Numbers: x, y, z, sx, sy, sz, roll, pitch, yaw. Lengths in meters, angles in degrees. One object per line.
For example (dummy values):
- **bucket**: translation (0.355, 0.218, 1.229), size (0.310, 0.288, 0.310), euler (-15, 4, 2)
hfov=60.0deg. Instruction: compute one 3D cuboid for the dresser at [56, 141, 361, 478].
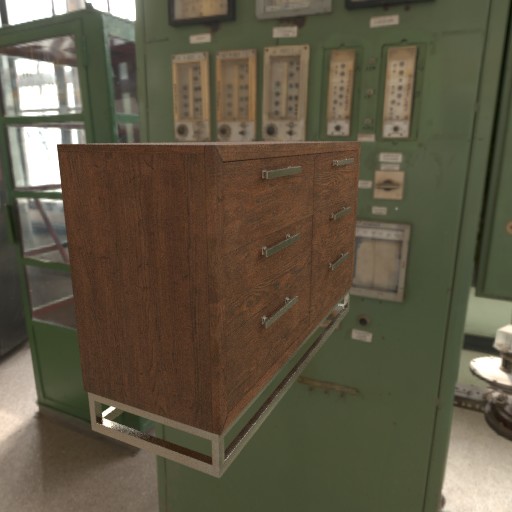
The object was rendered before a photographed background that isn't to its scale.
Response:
- **dresser**: translation (0.000, 0.000, 2.137), size (0.623, 1.061, 1.646), euler (7, 16, 25)
